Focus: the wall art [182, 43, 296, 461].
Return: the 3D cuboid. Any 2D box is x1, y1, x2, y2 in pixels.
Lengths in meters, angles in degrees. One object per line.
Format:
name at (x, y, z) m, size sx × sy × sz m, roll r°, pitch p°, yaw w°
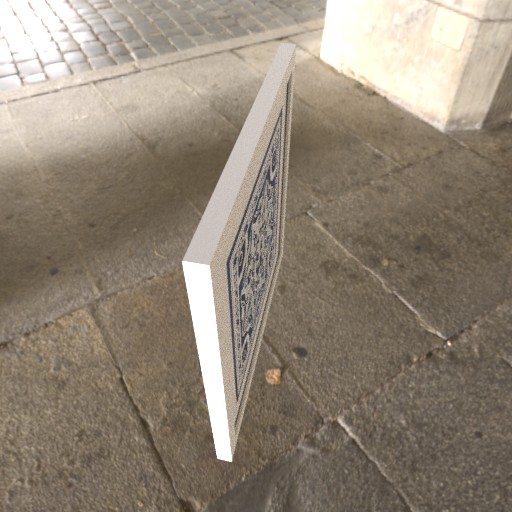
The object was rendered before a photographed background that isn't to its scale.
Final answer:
wall art at (0.000, 0.000, 0.831) m, size 0.028 × 0.559 × 0.559 m, roll 9°, pitch 47°, yaw 8°
